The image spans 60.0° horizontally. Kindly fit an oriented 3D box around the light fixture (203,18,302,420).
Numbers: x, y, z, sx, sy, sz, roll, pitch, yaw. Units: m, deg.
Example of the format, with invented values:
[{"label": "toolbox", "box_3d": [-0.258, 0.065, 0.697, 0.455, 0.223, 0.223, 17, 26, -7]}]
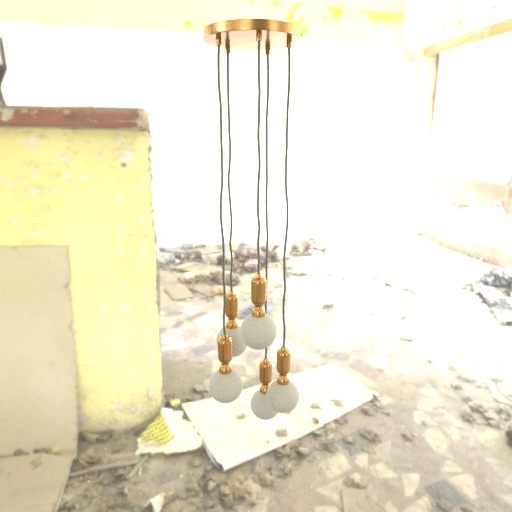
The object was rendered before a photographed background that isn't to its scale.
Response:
[{"label": "light fixture", "box_3d": [0.000, 0.000, 0.493, 0.105, 0.457, 0.108, 2, 15, 8]}]
